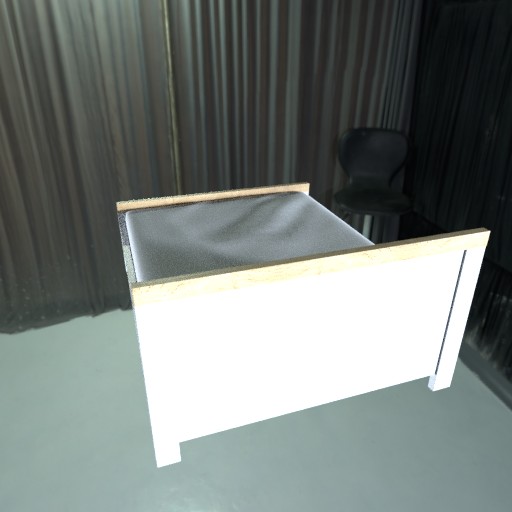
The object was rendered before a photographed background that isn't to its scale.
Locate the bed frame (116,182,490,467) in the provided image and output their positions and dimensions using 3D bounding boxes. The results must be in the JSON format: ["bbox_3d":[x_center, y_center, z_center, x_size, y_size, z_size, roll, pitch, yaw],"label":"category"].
[{"bbox_3d":[0.000,0.000,2.963,1.670,0.980,2.050,-9,28,-17],"label":"bed frame"}]
